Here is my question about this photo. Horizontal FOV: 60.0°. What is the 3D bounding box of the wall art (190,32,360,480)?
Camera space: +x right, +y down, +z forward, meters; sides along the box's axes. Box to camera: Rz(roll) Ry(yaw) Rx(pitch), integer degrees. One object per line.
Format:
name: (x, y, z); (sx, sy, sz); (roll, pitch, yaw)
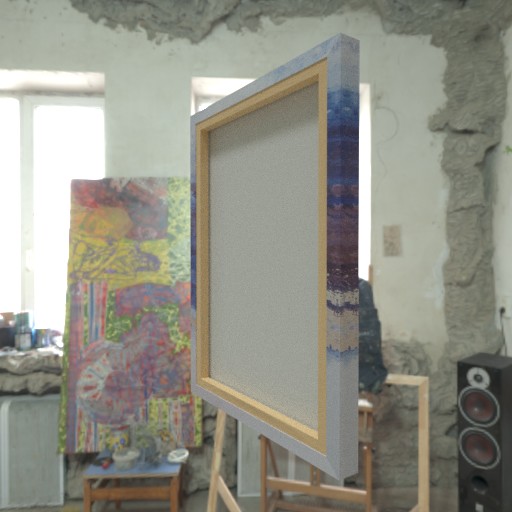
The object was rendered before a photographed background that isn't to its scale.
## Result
wall art: (0.000, 0.000, 0.764); (0.036, 0.581, 0.437); (-1, 1, -34)
